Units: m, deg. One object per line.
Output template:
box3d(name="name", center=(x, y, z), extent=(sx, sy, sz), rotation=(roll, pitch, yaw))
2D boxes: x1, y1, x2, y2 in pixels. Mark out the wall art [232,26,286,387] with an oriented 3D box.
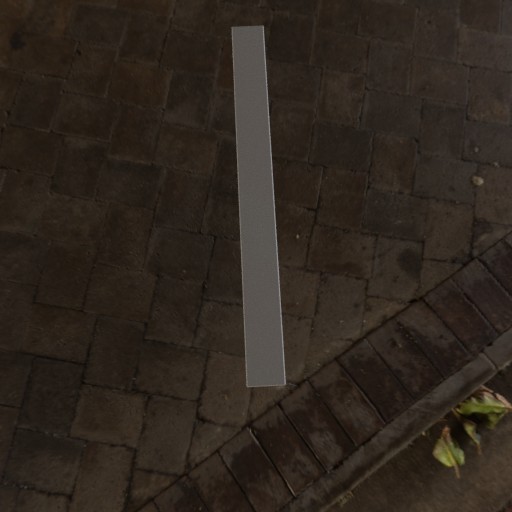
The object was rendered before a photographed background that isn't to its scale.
box3d(name="wall art", center=(0.000, 0.000, 0.770), extent=(0.038, 0.611, 0.408), rotation=(-3, 76, -1))
